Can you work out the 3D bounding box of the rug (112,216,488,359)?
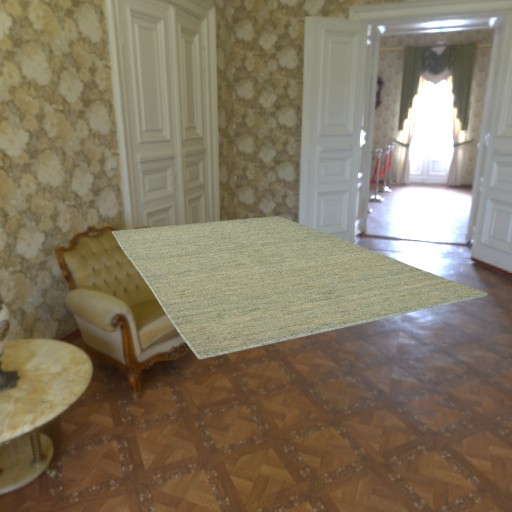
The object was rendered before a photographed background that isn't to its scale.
[{"bbox_3d":[0.000,0.000,2.937,1.547,0.013,2.283,-7,18,-24],"label":"rug"}]
